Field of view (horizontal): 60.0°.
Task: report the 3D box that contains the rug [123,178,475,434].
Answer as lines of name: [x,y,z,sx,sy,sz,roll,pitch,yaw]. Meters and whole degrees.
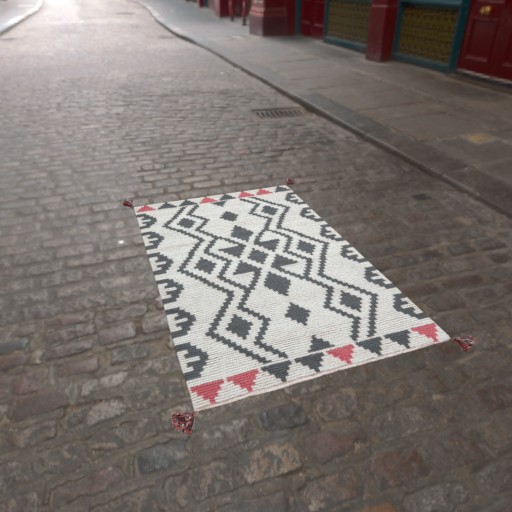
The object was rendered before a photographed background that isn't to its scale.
rug: [0.000,0.000,3.315,1.741,0.066,2.672,-11,33,-17]
